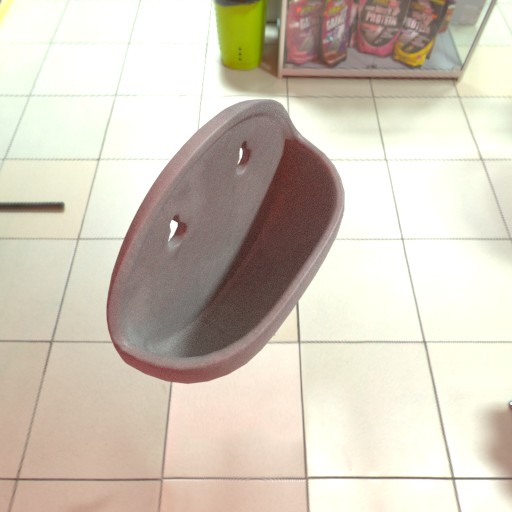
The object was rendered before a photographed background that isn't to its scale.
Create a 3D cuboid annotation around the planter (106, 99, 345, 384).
[{"bbox_3d":[0.000,0.000,0.274,0.073,0.164,0.190,29,63,17],"label":"planter"}]
